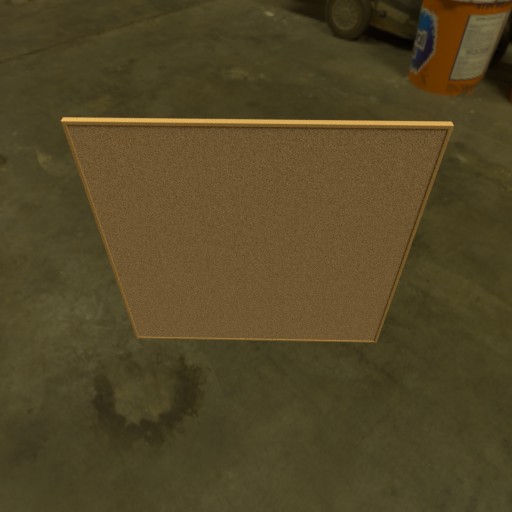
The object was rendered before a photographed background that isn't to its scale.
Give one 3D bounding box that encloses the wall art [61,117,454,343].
[{"bbox_3d":[0.000,0.000,0.982,0.657,0.655,0.014,1,46,1],"label":"wall art"}]
